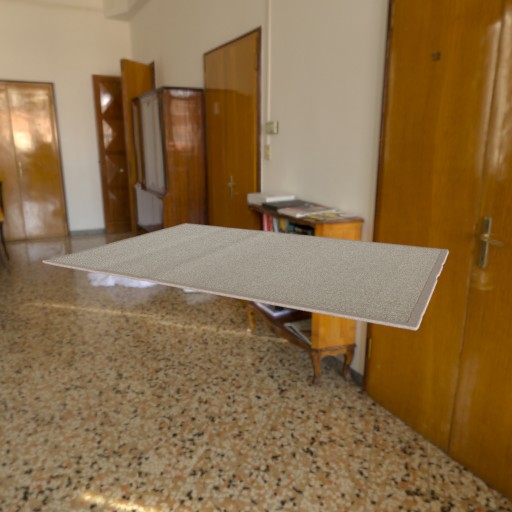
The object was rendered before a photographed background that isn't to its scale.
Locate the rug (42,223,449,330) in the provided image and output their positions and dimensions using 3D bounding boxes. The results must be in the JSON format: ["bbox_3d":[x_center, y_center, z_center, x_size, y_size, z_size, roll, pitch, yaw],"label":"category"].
[{"bbox_3d":[0.000,0.000,2.989,2.290,0.021,1.540,7,16,26],"label":"rug"}]
